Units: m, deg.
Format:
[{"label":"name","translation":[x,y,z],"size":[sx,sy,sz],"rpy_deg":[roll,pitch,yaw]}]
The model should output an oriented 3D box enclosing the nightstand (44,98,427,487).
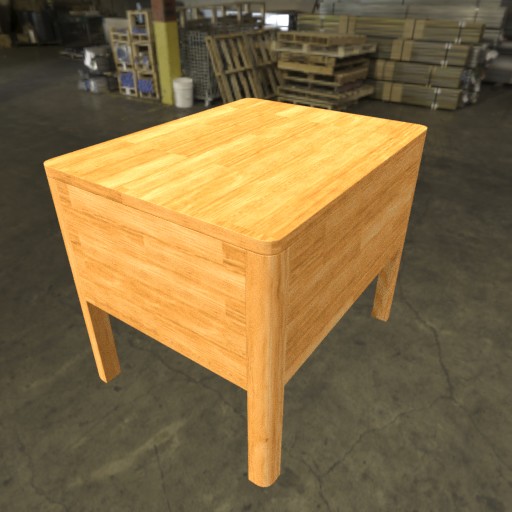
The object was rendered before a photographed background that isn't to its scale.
[{"label":"nightstand","translation":[0.000,0.000,0.904],"size":[0.440,0.470,0.560],"rpy_deg":[20,37,29]}]
